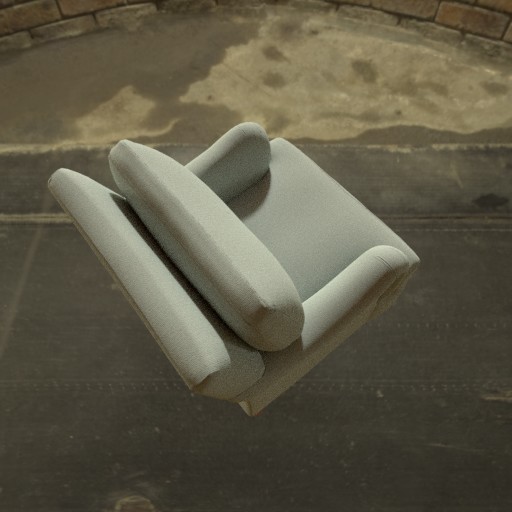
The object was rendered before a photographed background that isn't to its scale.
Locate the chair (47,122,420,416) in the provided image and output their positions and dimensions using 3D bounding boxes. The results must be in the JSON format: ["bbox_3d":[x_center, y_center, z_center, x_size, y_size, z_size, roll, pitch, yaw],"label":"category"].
[{"bbox_3d":[0.000,0.000,1.823,1.070,1.038,0.955,-34,65,-19],"label":"chair"}]
